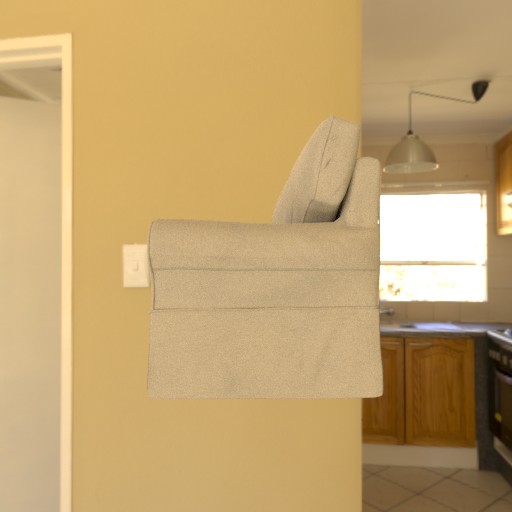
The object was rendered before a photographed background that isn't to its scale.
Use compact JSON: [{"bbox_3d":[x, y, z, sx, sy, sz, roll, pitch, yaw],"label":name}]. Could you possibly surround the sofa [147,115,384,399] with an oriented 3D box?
[{"bbox_3d":[0.000,0.000,2.368,0.841,1.024,1.823,0,-1,-2],"label":"sofa"}]
